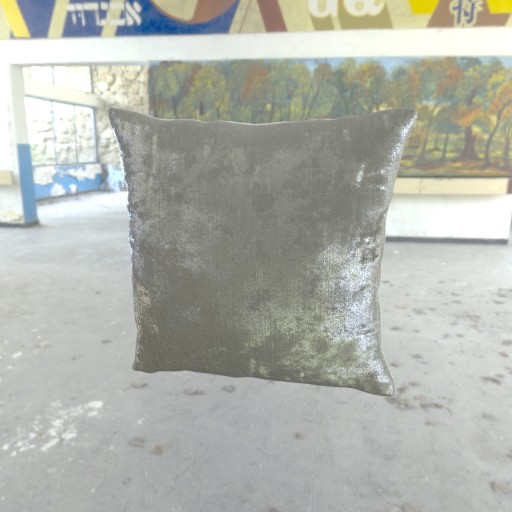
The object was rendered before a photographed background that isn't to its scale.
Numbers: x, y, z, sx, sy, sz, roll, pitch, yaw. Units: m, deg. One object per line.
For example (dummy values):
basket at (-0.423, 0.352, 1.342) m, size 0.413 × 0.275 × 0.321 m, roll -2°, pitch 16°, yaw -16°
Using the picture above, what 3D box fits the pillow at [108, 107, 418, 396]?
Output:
pillow at (0.000, 0.000, 0.722) m, size 0.470 × 0.464 × 0.175 m, roll 2°, pitch 14°, yaw 9°
